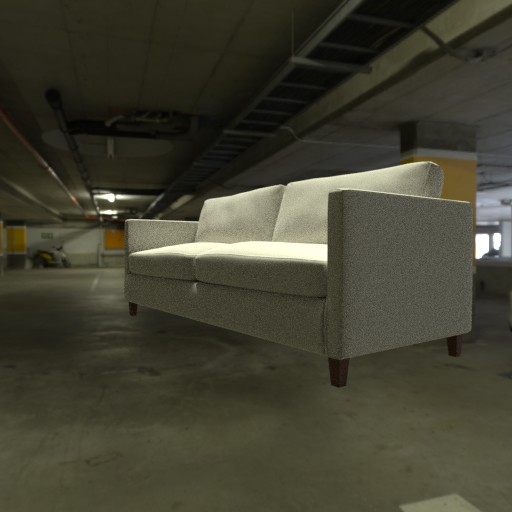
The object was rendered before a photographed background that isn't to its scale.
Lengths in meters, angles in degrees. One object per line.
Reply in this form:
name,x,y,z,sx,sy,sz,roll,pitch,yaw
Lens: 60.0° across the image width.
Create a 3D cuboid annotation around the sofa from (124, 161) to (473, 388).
sofa,0.000,0.000,2.836,0.951,0.962,2.361,-1,1,-36
